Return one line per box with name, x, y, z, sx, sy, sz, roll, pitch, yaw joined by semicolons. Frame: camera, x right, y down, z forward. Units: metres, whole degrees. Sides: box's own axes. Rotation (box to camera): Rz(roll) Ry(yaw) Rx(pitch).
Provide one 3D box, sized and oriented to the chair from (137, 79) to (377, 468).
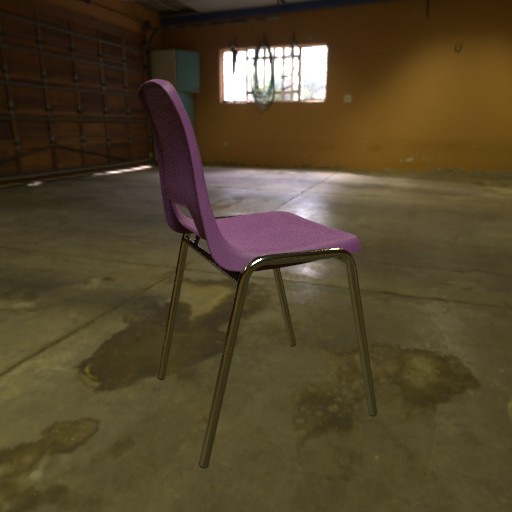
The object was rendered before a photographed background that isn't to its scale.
chair;0.000;0.000;0.972;0.432;0.704;0.381;-8;18;-24
